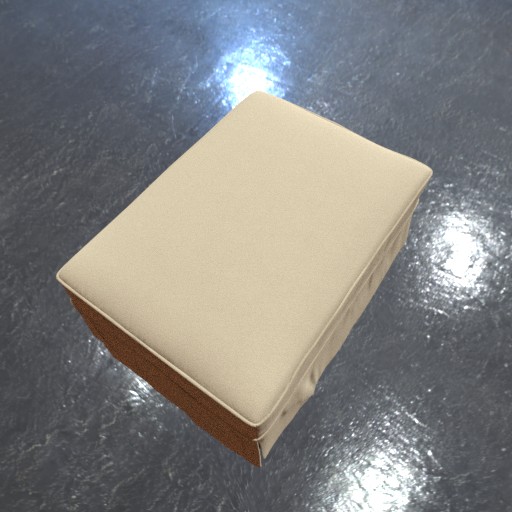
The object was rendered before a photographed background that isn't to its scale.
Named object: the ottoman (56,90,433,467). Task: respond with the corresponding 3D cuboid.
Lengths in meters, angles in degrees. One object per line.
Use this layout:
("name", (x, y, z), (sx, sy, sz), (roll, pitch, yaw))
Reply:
("ottoman", (0.000, 0.000, 1.373), (0.721, 0.482, 0.959), (31, 64, 18))
